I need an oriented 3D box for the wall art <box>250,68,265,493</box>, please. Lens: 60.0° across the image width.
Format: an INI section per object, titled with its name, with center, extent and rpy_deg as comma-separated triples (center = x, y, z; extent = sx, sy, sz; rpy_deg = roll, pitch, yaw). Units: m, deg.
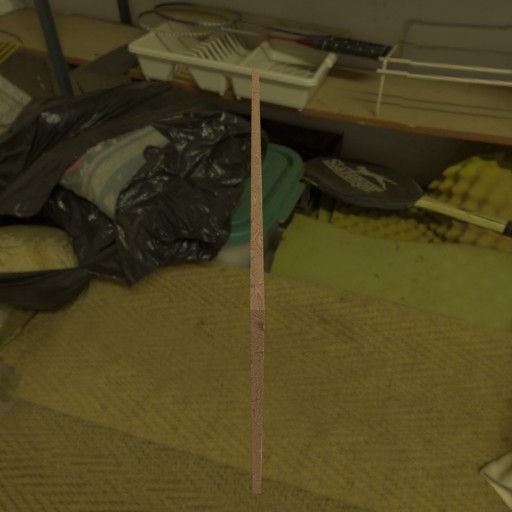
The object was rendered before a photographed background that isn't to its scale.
[wall art]
center = 0.000, 0.000, 1.140
extent = 0.019, 0.626, 0.917
rpy_deg = 0, 42, 0
